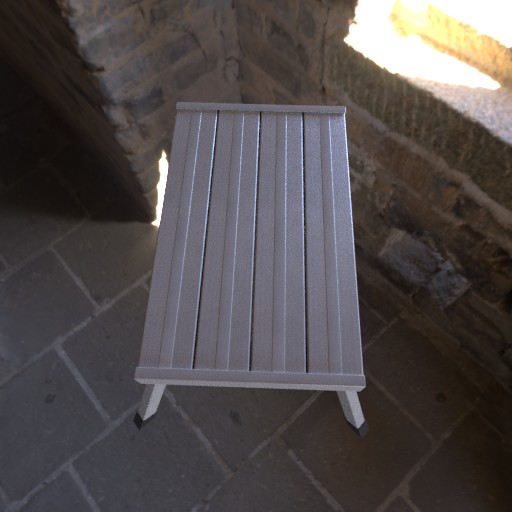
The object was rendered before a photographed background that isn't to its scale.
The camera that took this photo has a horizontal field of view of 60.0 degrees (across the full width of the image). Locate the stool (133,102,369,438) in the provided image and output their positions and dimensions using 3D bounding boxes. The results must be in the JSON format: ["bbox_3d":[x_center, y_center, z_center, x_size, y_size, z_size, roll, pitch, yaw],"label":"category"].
[{"bbox_3d":[0.000,0.000,0.738,0.385,0.225,0.535,2,64,1],"label":"stool"}]
